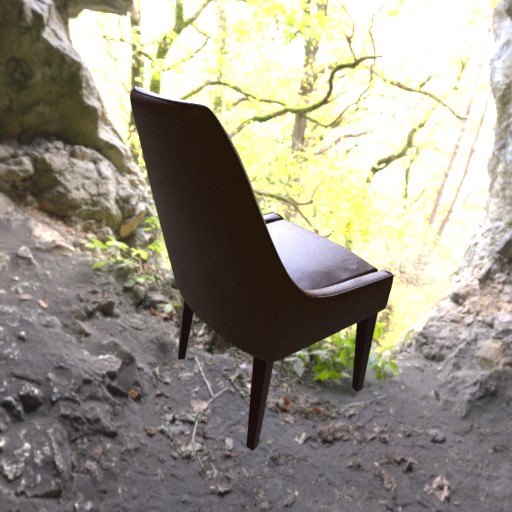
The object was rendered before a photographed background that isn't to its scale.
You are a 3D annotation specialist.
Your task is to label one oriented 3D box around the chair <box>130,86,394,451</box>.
[{"bbox_3d":[0.000,0.000,1.196,0.544,0.861,0.529,-17,32,-30],"label":"chair"}]
